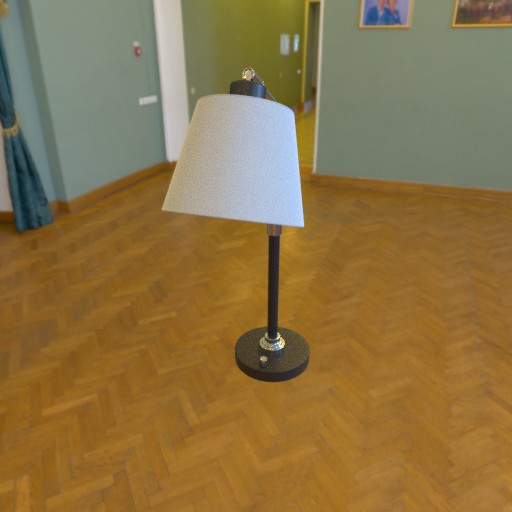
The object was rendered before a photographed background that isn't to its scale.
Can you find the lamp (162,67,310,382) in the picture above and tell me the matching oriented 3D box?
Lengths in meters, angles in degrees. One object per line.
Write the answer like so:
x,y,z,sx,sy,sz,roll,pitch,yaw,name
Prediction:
0.000,0.000,0.685,0.181,0.539,0.348,8,27,17,lamp
